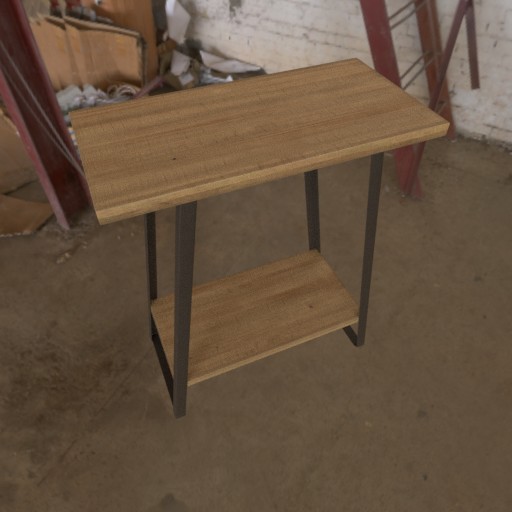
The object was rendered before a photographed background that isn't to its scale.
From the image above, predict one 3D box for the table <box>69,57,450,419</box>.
[{"bbox_3d":[0.000,0.000,1.028,0.599,0.701,0.300,-17,48,-16],"label":"table"}]
